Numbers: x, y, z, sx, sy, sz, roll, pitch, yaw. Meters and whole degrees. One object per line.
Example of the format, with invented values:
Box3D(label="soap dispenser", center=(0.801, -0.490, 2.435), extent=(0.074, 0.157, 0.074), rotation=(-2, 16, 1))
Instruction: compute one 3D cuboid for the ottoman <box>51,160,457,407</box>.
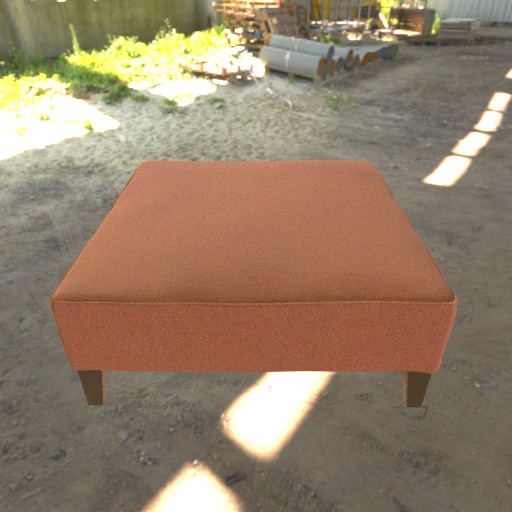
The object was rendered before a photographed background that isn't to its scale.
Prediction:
Box3D(label="ottoman", center=(0.000, 0.000, 1.549), extent=(0.997, 0.438, 0.999), rotation=(0, 31, 0))
